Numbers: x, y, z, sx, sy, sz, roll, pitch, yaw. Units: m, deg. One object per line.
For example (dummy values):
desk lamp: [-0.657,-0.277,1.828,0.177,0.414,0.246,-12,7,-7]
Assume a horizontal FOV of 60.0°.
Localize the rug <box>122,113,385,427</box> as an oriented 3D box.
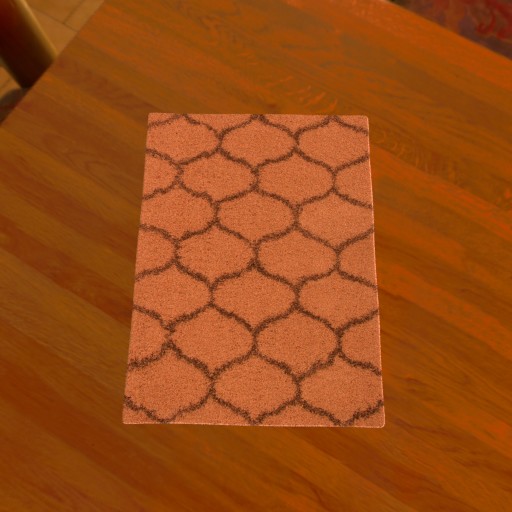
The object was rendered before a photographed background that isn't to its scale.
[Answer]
rug: [0.000,0.000,2.225,1.200,0.025,1.600,1,75,0]
